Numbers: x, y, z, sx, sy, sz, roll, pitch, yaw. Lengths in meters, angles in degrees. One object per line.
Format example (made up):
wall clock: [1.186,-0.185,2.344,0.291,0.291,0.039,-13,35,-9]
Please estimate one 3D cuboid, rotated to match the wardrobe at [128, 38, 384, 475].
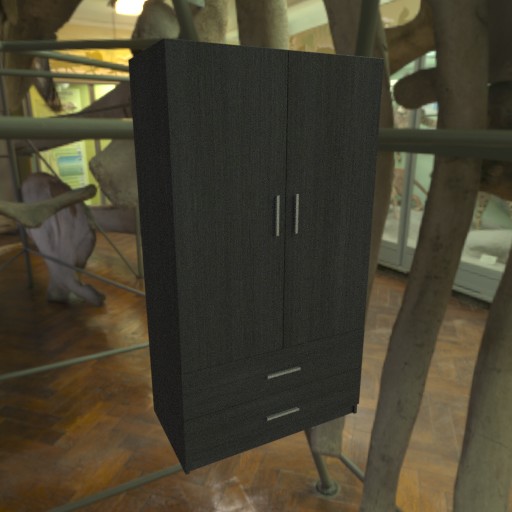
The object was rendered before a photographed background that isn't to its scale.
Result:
wardrobe: [0.000,0.000,2.204,0.991,1.808,0.577,-8,18,-26]
